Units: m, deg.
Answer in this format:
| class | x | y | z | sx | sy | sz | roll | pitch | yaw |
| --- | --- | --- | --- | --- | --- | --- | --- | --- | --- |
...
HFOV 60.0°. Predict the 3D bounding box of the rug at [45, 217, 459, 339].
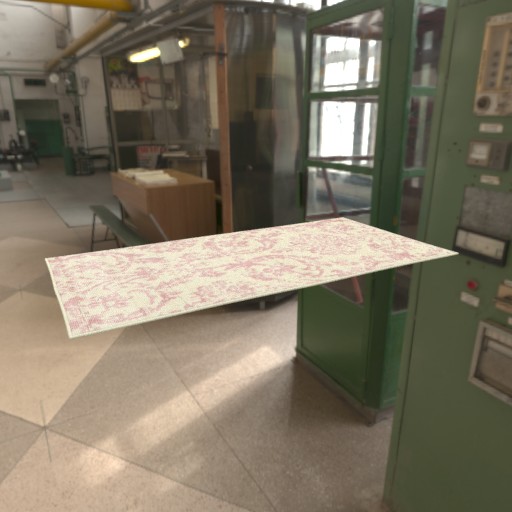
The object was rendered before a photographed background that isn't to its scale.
| class | x | y | z | sx | sy | sz | roll | pitch | yaw |
| --- | --- | --- | --- | --- | --- | --- | --- | --- | --- |
| rug | 0.000 | 0.000 | 1.452 | 1.219 | 0.007 | 0.604 | -10 | 20 | -27 |
